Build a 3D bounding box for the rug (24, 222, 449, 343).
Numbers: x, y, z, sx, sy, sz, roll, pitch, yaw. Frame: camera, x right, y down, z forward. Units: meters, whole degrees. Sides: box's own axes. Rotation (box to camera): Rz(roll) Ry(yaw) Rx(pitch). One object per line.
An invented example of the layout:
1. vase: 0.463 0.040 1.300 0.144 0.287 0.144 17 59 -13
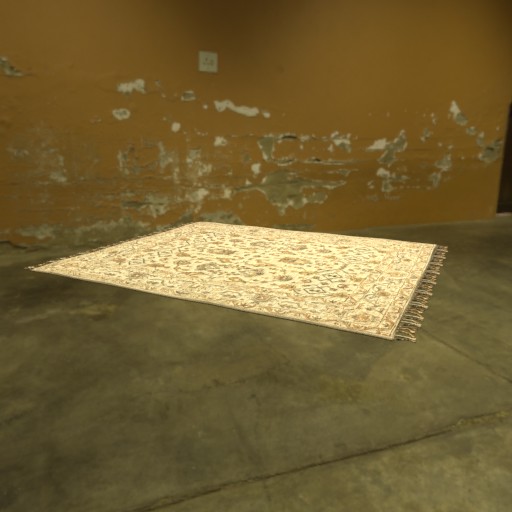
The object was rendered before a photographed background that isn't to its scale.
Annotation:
1. rug: 0.000 0.000 3.989 3.061 0.034 2.426 7 16 26
